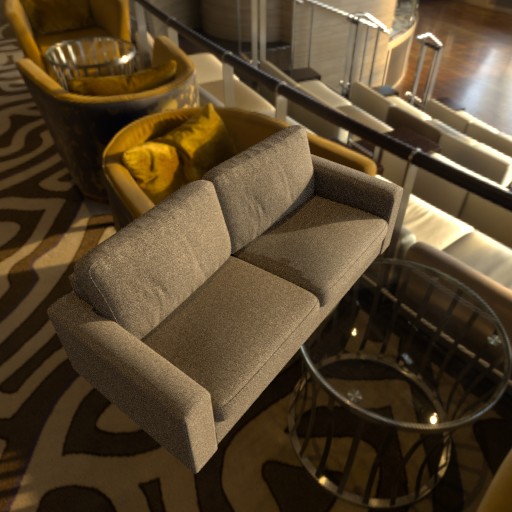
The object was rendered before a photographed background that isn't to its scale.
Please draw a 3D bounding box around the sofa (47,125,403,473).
[{"bbox_3d":[0.000,0.000,2.731,1.016,0.873,2.179,27,49,27],"label":"sofa"}]
